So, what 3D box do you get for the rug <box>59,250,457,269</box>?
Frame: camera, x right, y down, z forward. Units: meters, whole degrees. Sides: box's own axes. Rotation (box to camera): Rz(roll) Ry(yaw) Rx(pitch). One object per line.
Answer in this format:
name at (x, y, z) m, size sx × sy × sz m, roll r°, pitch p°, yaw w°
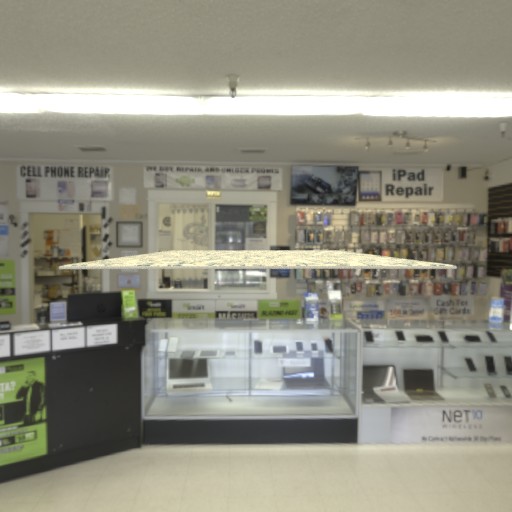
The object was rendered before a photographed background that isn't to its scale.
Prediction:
rug at (0.000, 0.000, 3.387) m, size 1.819 × 0.018 × 2.746 m, roll 0°, pitch 2°, yaw 0°
